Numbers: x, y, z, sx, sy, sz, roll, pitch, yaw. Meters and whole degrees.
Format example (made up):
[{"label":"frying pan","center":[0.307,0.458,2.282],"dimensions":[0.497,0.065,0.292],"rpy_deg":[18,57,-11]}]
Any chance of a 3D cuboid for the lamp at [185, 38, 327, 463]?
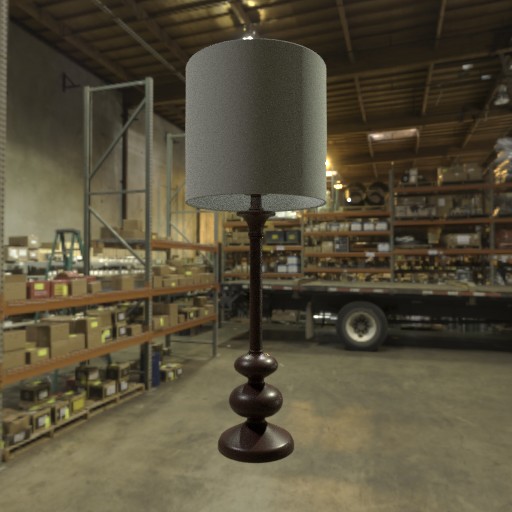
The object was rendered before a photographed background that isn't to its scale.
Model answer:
[{"label":"lamp","center":[0.000,0.000,0.804],"dimensions":[0.254,0.690,0.254],"rpy_deg":[0,-1,17]}]
